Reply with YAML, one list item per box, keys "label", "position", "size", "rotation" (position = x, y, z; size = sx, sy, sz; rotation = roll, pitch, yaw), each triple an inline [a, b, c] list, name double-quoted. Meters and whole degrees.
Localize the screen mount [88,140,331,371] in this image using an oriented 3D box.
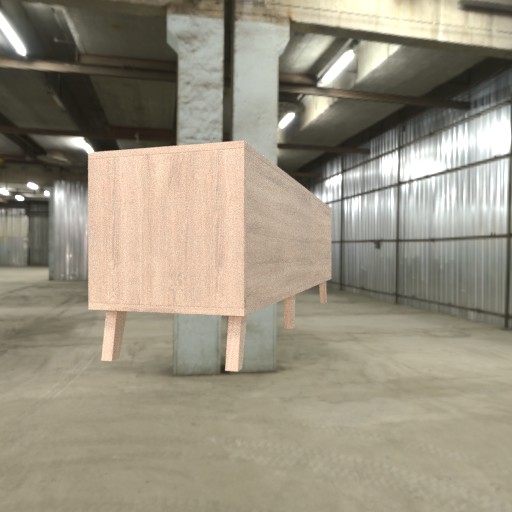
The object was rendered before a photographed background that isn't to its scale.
- label: "screen mount"
  position: [0.000, 0.000, 1.739]
  size: [0.400, 0.510, 1.500]
  rotation: [0, 0, 17]
